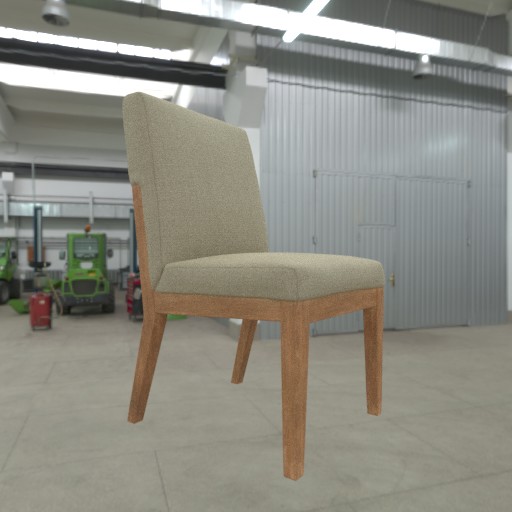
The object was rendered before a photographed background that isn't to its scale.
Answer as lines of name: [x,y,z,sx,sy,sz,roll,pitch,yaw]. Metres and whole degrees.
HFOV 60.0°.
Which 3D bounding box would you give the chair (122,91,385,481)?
chair: [0.000,0.000,1.251,0.586,0.911,0.507,0,1,36]
